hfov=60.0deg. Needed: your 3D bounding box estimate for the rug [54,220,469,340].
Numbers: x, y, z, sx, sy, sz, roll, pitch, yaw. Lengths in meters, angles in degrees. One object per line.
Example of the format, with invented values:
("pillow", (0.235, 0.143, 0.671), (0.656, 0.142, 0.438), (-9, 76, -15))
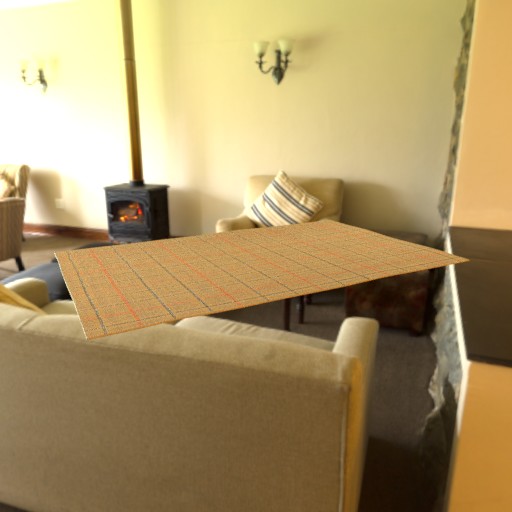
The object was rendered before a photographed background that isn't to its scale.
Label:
("rug", (0.000, 0.000, 3.065), (2.439, 0.015, 1.524), (-9, 18, -27))
